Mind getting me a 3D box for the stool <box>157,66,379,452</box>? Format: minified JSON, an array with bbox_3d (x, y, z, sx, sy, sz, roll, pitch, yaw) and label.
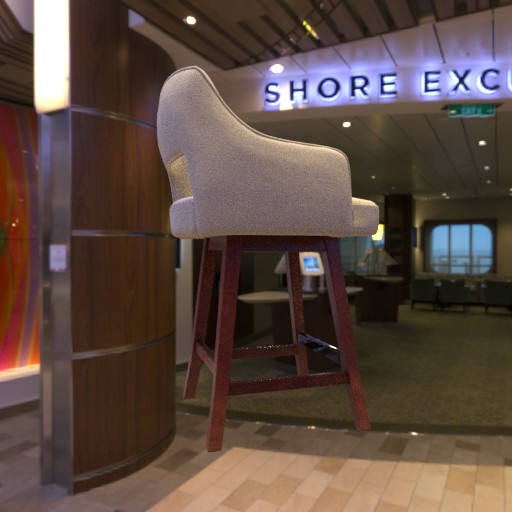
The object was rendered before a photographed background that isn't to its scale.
[{"bbox_3d":[0.000,0.000,1.306,0.560,0.936,0.550,0,1,-17],"label":"stool"}]
